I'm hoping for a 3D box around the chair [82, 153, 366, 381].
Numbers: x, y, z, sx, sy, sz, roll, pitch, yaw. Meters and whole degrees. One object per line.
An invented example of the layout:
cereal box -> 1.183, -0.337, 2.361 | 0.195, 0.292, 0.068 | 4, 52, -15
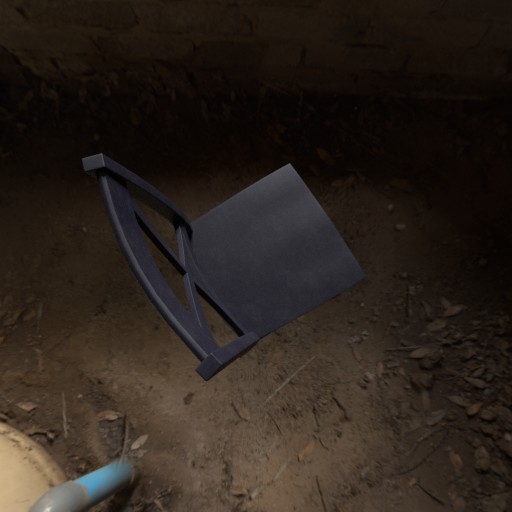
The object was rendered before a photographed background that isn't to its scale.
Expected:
chair -> 0.000, 0.000, 1.317 | 0.542, 0.983, 0.485 | -31, 79, -7
